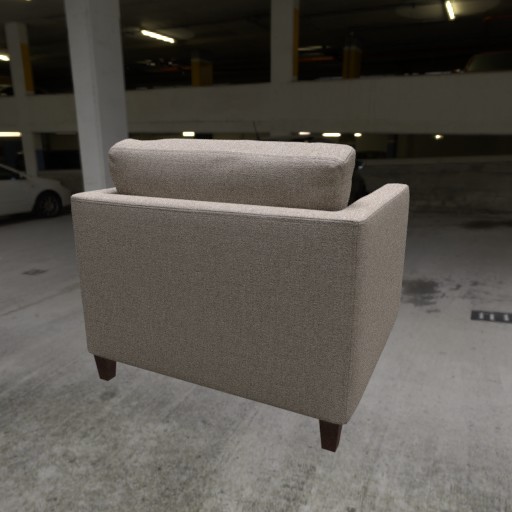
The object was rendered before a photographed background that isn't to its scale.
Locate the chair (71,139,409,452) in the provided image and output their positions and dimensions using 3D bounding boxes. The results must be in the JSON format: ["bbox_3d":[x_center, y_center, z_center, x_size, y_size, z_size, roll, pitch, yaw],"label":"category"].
[{"bbox_3d":[0.000,0.000,1.870,1.107,0.961,0.959,8,17,25],"label":"chair"}]
